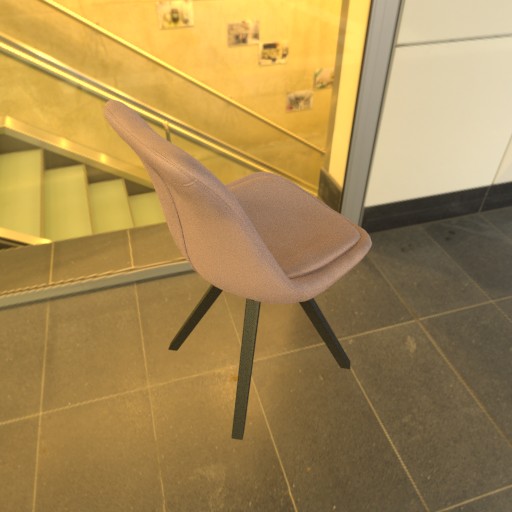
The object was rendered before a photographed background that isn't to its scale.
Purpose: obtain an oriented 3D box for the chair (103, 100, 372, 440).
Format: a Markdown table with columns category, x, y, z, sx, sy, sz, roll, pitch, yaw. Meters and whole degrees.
| category | x | y | z | sx | sy | sz | roll | pitch | yaw |
| --- | --- | --- | --- | --- | --- | --- | --- | --- | --- |
| chair | 0.000 | 0.000 | 1.164 | 0.547 | 0.865 | 0.483 | -26 | 47 | -26 |
